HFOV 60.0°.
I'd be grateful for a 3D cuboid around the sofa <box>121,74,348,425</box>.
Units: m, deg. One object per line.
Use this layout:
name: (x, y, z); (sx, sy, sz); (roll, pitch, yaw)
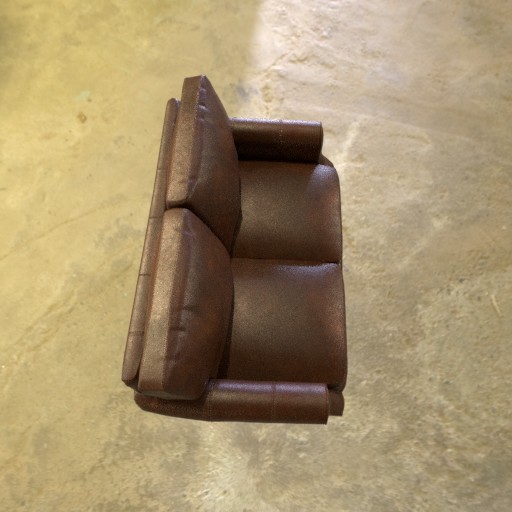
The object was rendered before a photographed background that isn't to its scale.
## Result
sofa: (0.000, 0.000, 2.264); (0.990, 0.976, 1.616); (2, 65, 1)
